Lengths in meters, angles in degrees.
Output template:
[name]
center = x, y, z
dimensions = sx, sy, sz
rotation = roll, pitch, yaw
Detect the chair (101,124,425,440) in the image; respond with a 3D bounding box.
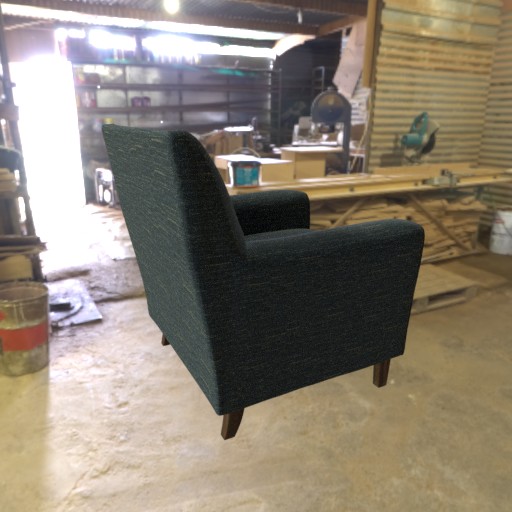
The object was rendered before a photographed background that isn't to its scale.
[chair]
center = 0.000, 0.000, 1.635
dimensions = 0.873, 0.928, 0.864
rotation = -9, 20, -26
